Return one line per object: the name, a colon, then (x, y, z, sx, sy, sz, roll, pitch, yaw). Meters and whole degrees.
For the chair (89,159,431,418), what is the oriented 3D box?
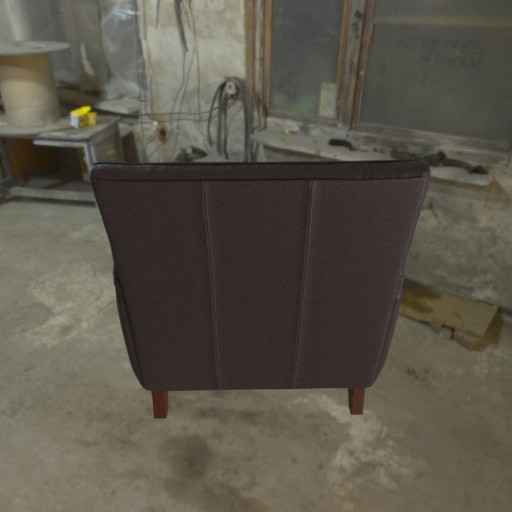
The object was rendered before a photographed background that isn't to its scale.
chair: (0.000, 0.000, 1.604, 0.870, 0.943, 0.825, -1, 30, -1)
